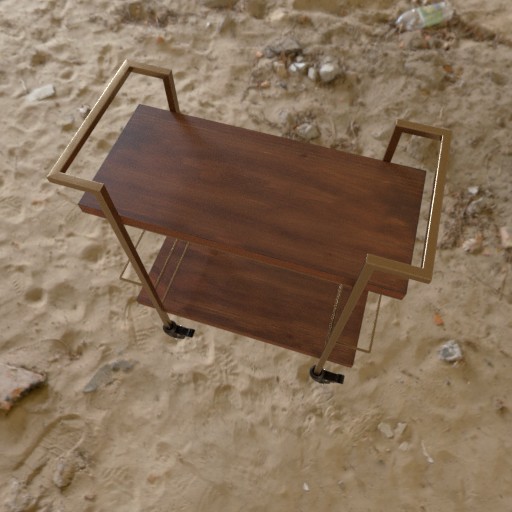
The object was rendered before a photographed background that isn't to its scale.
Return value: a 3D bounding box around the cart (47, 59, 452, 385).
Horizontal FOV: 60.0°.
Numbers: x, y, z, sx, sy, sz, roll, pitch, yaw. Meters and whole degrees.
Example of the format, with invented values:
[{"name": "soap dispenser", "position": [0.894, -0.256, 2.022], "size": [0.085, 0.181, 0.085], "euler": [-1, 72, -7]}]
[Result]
[{"name": "cart", "position": [0.000, 0.000, 1.175], "size": [0.695, 0.807, 0.364], "euler": [15, 63, 8]}]
